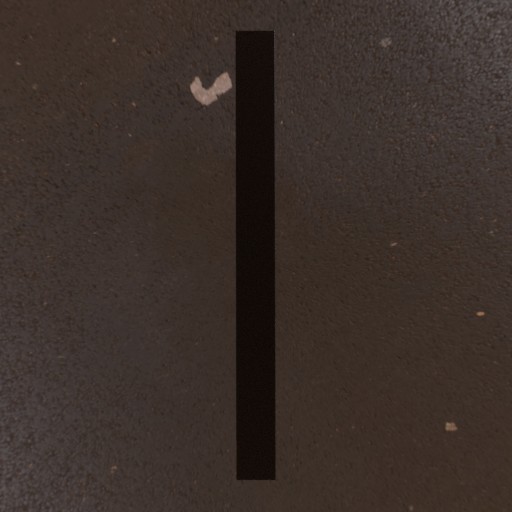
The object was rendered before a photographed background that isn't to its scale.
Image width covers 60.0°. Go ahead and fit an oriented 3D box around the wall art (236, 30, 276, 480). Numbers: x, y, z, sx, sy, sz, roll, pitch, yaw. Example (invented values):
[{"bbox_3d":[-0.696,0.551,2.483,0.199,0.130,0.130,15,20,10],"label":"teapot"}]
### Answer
[{"bbox_3d":[0.000,0.000,0.481,0.029,0.318,0.327,0,90,0],"label":"wall art"}]
